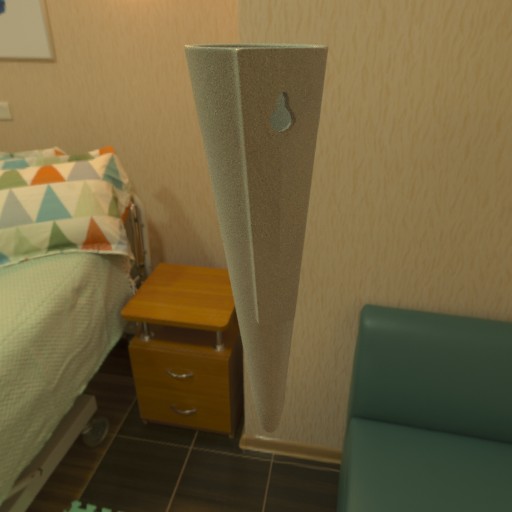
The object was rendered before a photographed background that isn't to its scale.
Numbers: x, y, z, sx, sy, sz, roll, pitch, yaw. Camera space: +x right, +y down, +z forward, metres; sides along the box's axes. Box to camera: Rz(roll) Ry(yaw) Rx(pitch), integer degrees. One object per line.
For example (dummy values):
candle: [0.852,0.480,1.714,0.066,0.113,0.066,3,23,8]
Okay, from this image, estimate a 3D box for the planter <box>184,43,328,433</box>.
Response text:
planter: [0.000,0.000,0.223,0.057,0.191,0.064,-9,28,-16]
